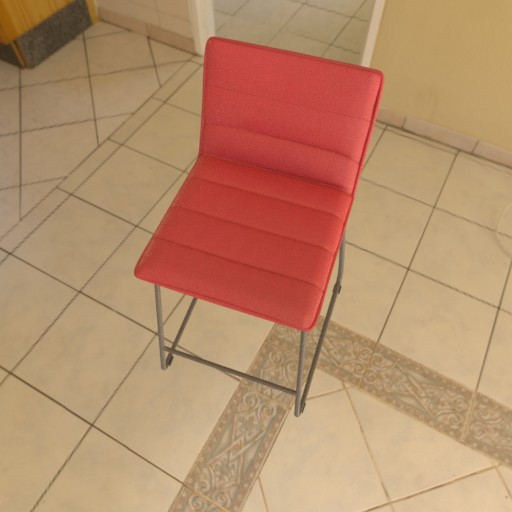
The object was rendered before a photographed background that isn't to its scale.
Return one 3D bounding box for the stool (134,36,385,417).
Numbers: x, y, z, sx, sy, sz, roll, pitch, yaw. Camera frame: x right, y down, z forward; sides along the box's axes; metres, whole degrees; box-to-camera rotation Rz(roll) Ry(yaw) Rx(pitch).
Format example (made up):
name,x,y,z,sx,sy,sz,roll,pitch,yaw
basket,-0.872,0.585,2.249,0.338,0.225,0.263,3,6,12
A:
name,x,y,z,sx,sy,sz,roll,pitch,yaw
stool,0.000,0.000,1.155,0.489,0.866,0.524,16,59,10
